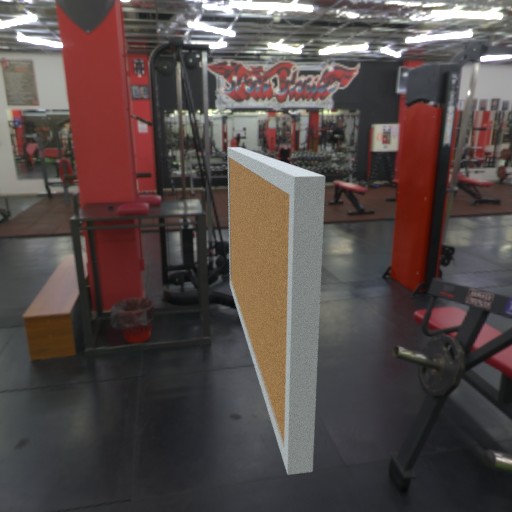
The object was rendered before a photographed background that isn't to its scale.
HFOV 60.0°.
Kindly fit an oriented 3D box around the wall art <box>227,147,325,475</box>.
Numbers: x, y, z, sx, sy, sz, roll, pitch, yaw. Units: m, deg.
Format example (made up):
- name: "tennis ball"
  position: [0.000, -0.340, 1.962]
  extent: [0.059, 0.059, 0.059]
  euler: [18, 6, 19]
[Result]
- name: "wall art"
  position: [0.000, 0.000, 0.974]
  extent: [0.038, 0.431, 0.812]
  euler: [-3, 16, -9]
